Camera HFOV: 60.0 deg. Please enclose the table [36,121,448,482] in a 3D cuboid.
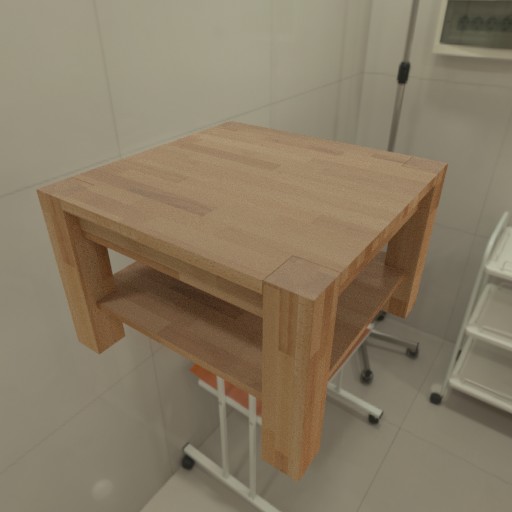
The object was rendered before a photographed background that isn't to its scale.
[{"bbox_3d":[0.000,0.000,1.171,0.700,0.451,0.700,20,37,29],"label":"table"}]
